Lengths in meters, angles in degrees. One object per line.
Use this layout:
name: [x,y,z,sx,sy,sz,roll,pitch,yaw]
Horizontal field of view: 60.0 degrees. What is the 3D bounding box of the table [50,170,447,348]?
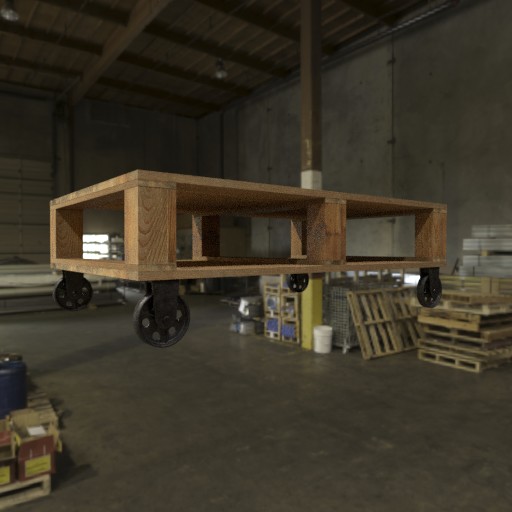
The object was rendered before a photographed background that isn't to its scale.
table: [0.000,0.000,1.719,1.299,0.413,0.827,-1,1,-37]
